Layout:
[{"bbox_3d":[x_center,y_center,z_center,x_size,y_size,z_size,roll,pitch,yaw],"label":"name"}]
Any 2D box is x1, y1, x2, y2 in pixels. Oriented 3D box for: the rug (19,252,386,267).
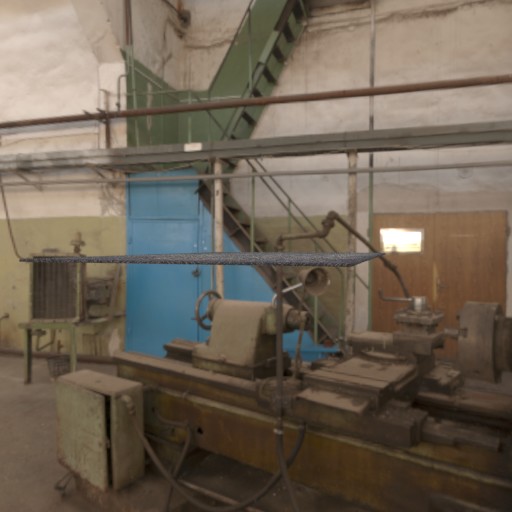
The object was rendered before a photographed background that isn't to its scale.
[{"bbox_3d":[0.000,0.000,2.174,1.139,0.010,1.754,0,1,19],"label":"rug"}]
